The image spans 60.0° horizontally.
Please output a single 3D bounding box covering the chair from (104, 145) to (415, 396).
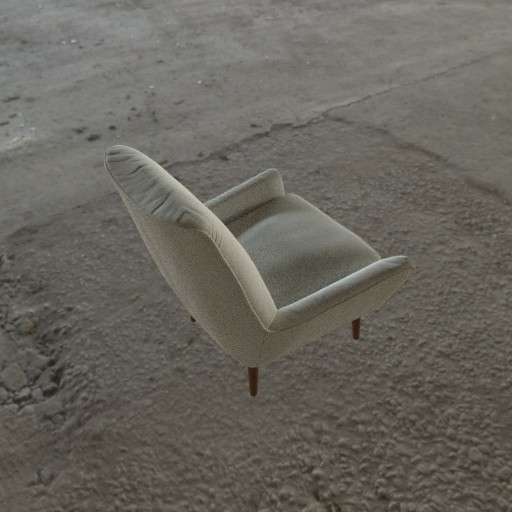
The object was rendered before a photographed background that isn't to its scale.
[{"bbox_3d":[0.000,0.000,1.580,0.822,0.888,0.787,-26,48,-26],"label":"chair"}]
